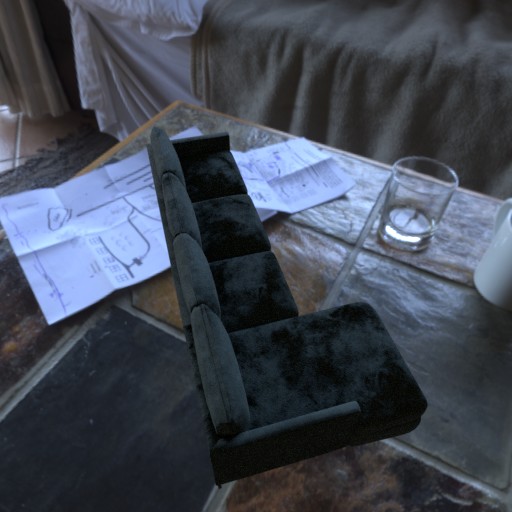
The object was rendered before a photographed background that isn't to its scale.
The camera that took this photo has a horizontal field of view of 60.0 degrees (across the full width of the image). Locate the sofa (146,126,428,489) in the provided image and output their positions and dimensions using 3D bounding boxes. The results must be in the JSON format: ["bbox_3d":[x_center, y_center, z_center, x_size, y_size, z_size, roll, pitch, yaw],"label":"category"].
[{"bbox_3d":[0.000,0.000,3.964,1.500,0.967,3.400,-12,48,-11],"label":"sofa"}]
